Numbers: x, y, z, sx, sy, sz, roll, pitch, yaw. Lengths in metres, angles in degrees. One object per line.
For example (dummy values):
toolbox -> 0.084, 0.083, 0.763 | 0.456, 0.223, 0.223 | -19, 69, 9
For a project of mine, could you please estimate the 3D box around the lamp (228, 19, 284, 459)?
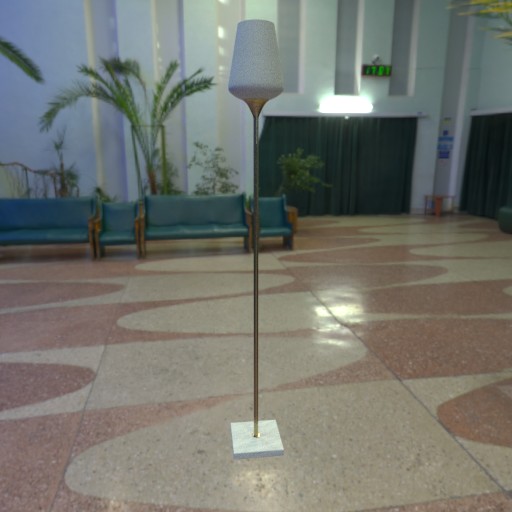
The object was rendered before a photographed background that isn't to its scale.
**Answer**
lamp -> 0.000, 0.000, 1.898 | 0.229, 1.813, 0.232 | -2, 13, -7
